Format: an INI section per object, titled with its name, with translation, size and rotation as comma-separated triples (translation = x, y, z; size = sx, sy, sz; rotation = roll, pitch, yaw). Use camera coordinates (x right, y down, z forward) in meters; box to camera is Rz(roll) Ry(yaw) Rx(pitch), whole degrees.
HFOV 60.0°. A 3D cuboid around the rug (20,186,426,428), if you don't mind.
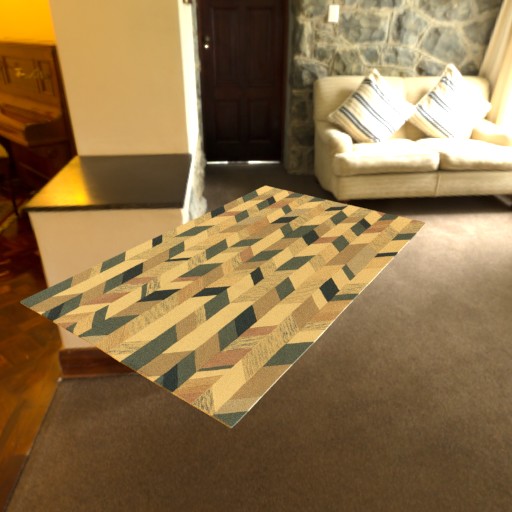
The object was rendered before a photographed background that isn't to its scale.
[rug]
translation = 0.000, 0.000, 2.951
size = 1.513, 0.008, 2.423
rotation = 19, 33, 31
